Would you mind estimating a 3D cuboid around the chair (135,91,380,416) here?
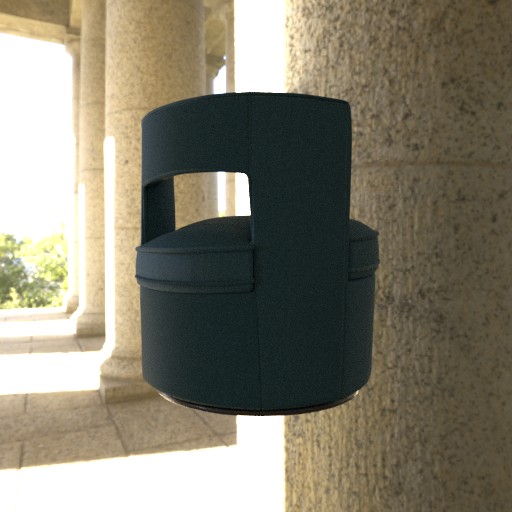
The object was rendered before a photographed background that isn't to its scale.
[{"bbox_3d":[0.000,0.000,1.258,0.684,0.711,0.660,0,1,35],"label":"chair"}]
